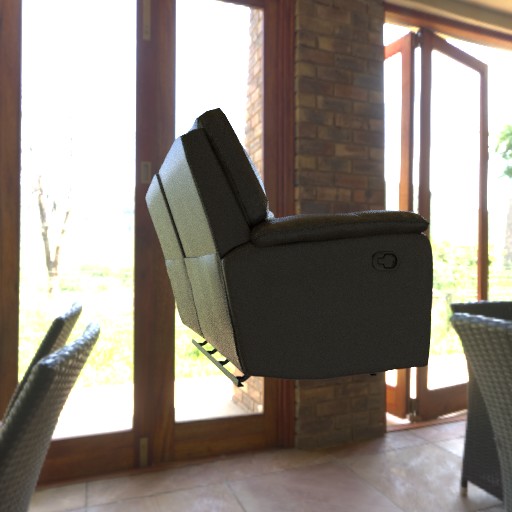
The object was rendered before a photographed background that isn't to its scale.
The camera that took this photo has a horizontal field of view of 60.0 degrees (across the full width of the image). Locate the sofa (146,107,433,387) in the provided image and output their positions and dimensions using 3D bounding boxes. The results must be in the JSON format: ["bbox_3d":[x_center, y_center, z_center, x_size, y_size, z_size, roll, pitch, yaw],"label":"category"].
[{"bbox_3d":[0.000,0.000,2.474,1.104,1.111,1.765,0,-1,-18],"label":"sofa"}]
